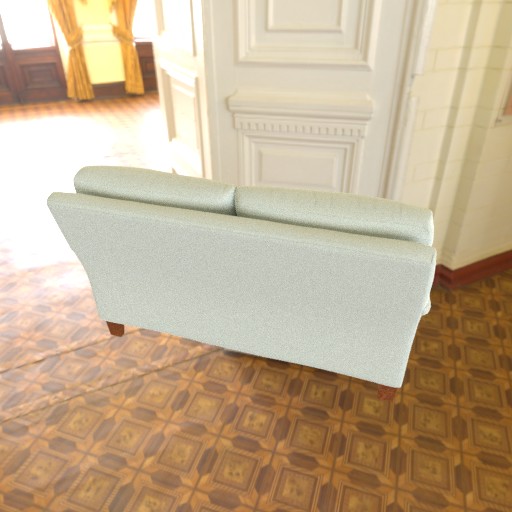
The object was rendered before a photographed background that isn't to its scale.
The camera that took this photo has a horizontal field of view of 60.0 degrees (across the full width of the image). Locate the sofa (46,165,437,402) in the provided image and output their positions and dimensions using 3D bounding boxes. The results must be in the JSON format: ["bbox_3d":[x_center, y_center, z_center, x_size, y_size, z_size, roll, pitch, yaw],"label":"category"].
[{"bbox_3d":[0.000,0.000,2.544,1.853,1.101,1.084,10,33,15],"label":"sofa"}]
